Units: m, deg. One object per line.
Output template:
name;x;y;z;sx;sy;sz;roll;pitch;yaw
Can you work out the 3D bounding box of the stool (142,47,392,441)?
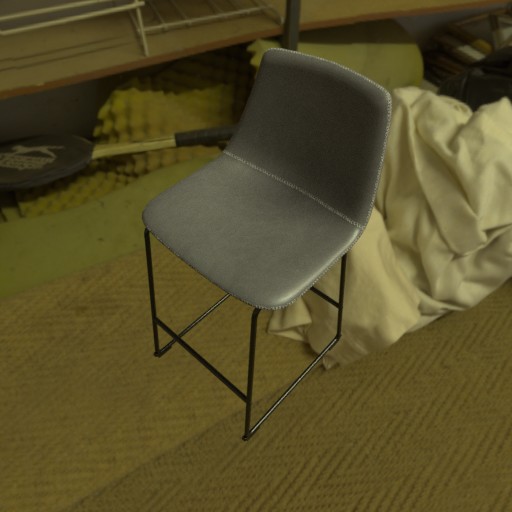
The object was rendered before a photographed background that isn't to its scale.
stool;0.000;0.000;1.190;0.470;0.876;0.546;34;56;27
